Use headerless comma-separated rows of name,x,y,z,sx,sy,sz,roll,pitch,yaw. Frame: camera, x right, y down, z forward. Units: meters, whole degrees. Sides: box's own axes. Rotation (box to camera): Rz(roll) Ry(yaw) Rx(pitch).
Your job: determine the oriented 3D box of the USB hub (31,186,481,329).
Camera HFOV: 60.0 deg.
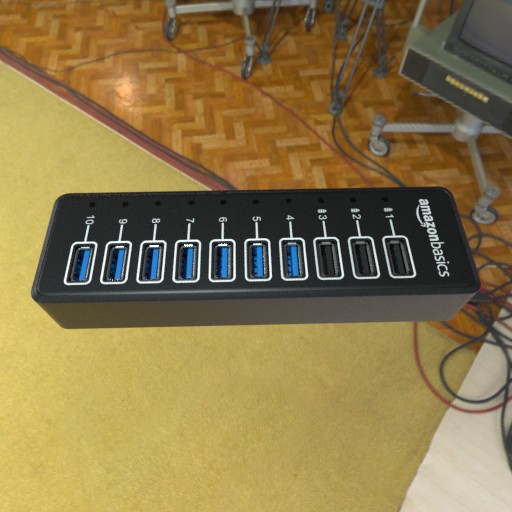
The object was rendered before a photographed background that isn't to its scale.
USB hub,0.000,0.000,0.161,0.145,0.023,0.044,-1,59,-1
